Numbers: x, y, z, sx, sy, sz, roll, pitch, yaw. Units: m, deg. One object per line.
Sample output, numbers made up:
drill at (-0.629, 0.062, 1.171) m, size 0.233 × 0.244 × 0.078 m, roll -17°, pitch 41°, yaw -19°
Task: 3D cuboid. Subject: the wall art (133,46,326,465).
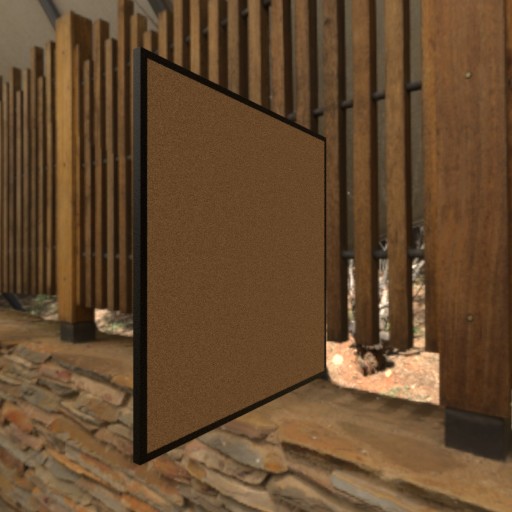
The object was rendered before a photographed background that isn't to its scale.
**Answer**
wall art at (0.000, 0.000, 0.674) m, size 0.012 × 0.458 × 0.457 m, roll 0°, pitch 0°, yaw 35°
